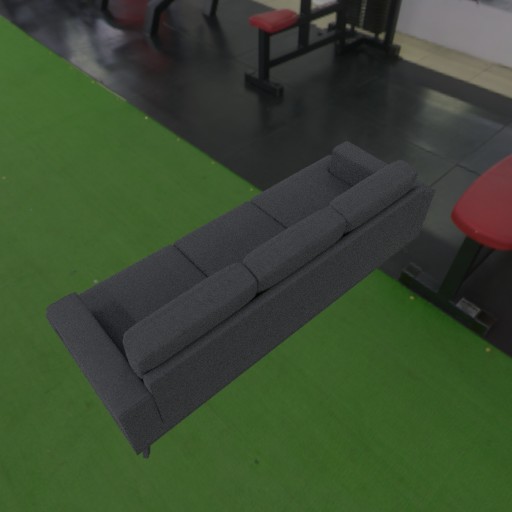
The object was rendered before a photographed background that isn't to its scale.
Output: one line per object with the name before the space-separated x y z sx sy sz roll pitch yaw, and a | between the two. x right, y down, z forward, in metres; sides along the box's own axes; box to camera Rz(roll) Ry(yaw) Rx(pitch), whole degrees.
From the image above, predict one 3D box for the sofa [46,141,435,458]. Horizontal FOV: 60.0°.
sofa | 0.000 0.000 2.704 2.310 0.810 0.920 -33 55 -26
